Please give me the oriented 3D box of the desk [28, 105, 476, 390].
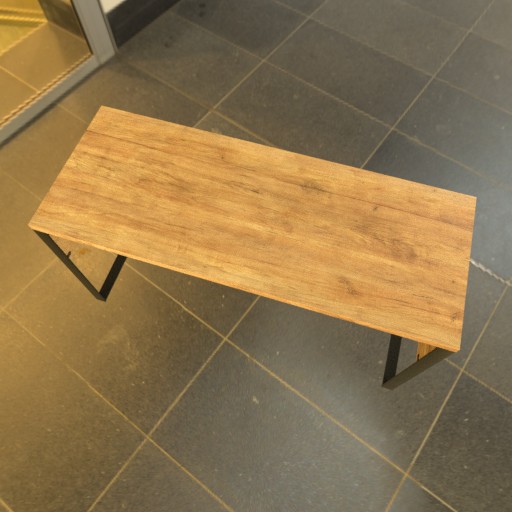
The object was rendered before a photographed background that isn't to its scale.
[{"bbox_3d":[0.000,0.000,1.952,1.520,0.760,0.600,16,65,7],"label":"desk"}]
